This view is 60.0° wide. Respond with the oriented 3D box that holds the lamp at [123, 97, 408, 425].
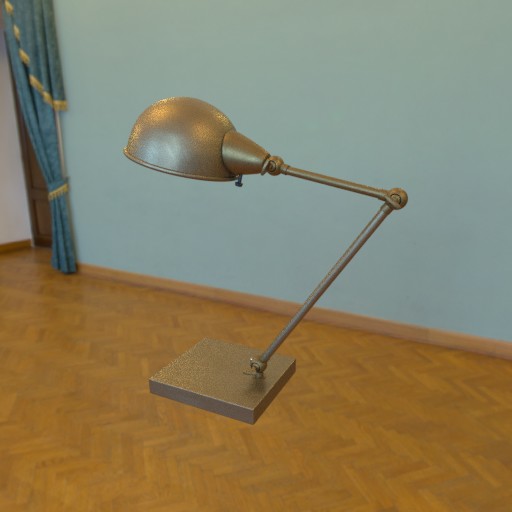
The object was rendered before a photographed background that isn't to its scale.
[{"bbox_3d":[0.000,0.000,0.538,0.339,0.371,0.149,7,17,25],"label":"lamp"}]
